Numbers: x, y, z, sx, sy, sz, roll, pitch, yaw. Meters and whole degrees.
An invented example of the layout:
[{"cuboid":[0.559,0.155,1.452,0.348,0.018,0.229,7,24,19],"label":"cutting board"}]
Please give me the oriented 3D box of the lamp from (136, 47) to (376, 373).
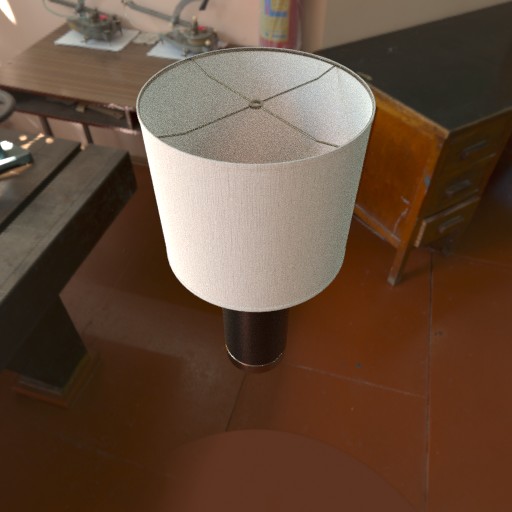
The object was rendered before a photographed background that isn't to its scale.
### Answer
[{"cuboid":[0.000,0.000,0.629,0.241,0.482,0.240,-31,54,-26],"label":"lamp"}]
